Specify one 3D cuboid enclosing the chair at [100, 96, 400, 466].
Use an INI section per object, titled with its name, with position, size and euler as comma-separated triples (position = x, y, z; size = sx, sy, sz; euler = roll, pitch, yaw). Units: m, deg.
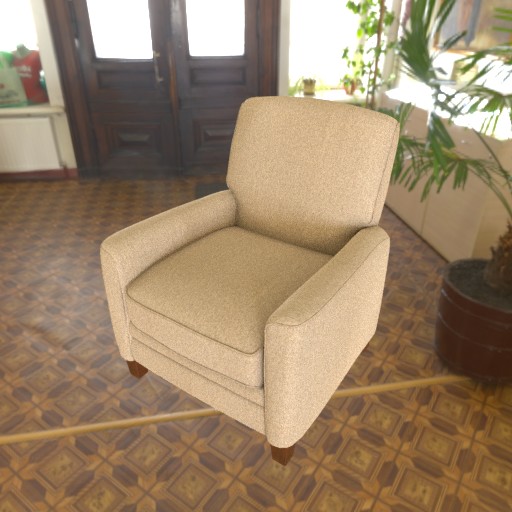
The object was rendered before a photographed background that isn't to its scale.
[chair]
position = 0.000, 0.000, 1.660
size = 0.848, 1.014, 0.864
euler = 19, 35, 29
